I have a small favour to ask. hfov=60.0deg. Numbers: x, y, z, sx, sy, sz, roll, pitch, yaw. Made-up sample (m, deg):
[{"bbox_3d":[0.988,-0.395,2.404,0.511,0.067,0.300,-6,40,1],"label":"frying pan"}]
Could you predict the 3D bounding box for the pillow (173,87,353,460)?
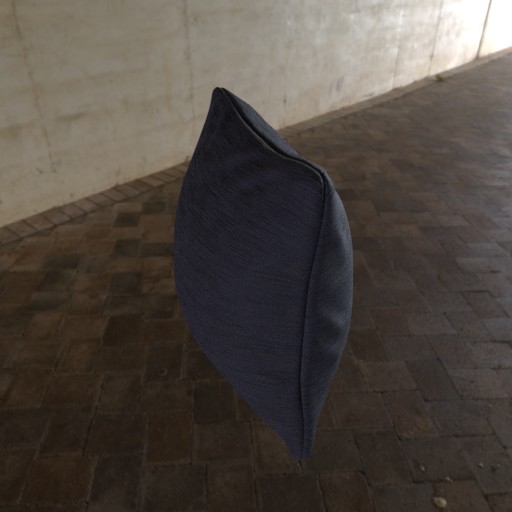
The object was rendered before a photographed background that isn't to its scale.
[{"bbox_3d":[0.000,0.000,0.671,0.246,0.414,0.432,-9,33,-14],"label":"pillow"}]
